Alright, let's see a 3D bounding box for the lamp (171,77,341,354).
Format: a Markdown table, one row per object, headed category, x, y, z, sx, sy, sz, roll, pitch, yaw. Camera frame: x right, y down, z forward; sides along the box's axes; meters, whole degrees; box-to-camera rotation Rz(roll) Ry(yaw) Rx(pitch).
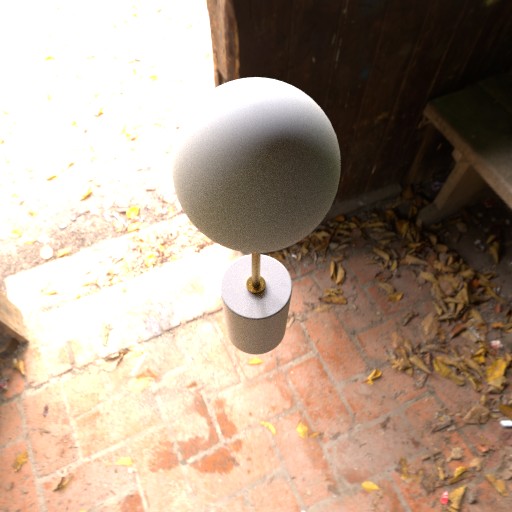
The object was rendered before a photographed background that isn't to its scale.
| category | x | y | z | sx | sy | sz | roll | pitch | yaw |
| --- | --- | --- | --- | --- | --- | --- | --- | --- | --- |
| lamp | 0.000 | 0.000 | 0.549 | 0.153 | 0.480 | 0.153 | 0 | 60 | 0 |
